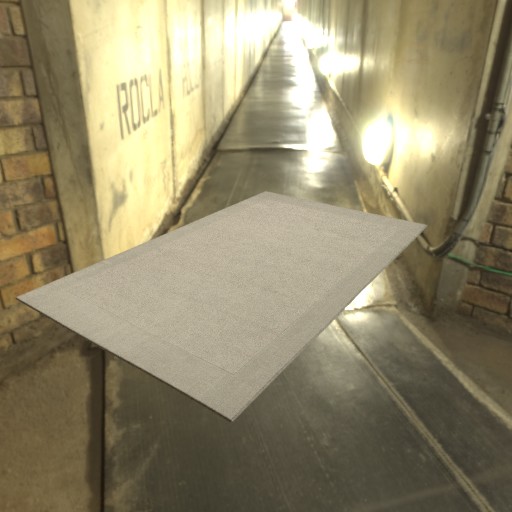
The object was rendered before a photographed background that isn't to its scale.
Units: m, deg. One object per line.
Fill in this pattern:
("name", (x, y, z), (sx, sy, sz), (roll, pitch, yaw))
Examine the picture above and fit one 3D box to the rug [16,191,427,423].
("rug", (0.000, 0.000, 2.934), (1.524, 0.014, 2.438), (17, 30, 32))
